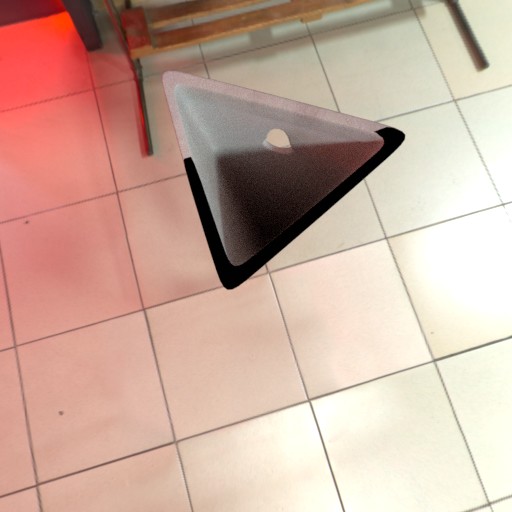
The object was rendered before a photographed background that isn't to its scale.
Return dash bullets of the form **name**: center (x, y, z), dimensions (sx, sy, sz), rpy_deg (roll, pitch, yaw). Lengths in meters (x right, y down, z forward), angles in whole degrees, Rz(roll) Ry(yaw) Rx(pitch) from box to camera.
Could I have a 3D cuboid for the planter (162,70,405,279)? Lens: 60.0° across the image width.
- **planter**: center (0.000, 0.000, 0.160), dimensions (0.058, 0.130, 0.047), rpy_deg (16, 77, 4)
